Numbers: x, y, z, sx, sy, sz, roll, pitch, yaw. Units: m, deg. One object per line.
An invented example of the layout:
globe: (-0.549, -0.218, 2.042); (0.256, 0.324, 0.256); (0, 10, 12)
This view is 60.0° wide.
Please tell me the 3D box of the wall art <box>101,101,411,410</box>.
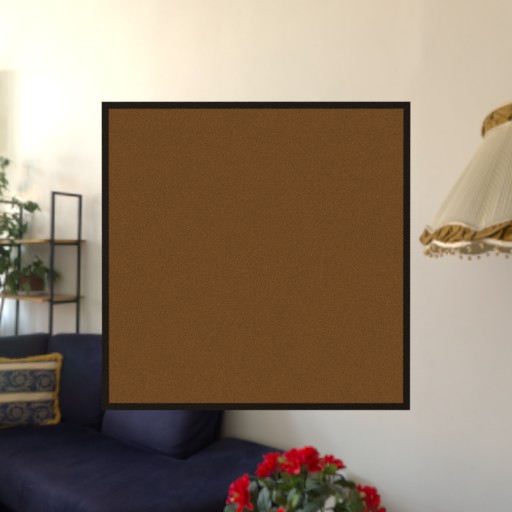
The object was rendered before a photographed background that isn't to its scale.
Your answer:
wall art: (0.000, 0.000, 0.455); (0.304, 0.304, 0.038); (0, 0, 0)
